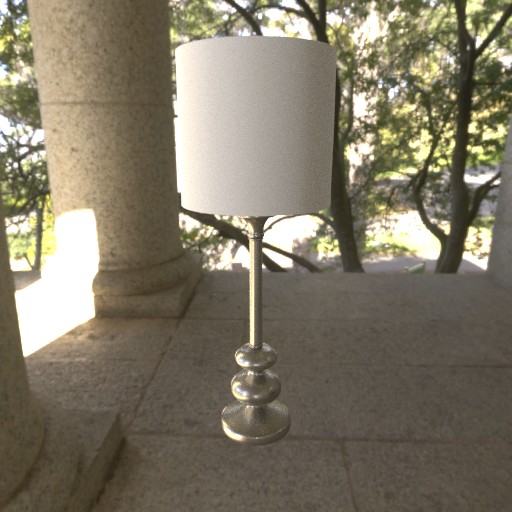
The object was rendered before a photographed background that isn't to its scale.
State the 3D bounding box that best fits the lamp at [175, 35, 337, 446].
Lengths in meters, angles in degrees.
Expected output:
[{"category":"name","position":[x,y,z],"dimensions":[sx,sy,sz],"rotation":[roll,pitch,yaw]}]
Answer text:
[{"category":"lamp","position":[0.000,0.000,0.789],"dimensions":[0.254,0.690,0.254],"rotation":[-8,17,-27]}]
